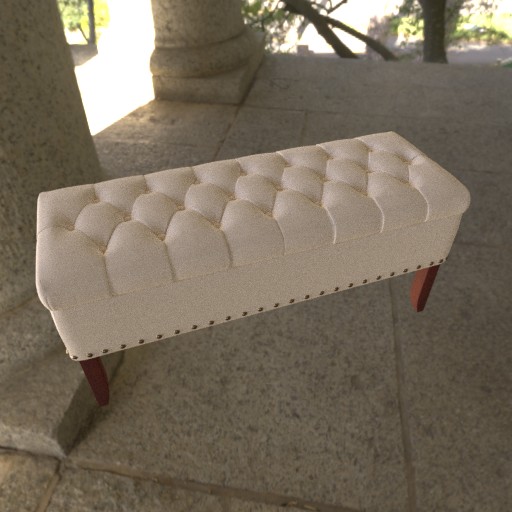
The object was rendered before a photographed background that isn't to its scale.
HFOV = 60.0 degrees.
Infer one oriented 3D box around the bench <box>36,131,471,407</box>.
[{"bbox_3d":[0.000,0.000,1.270,1.054,0.470,0.400,-13,43,-15],"label":"bench"}]
